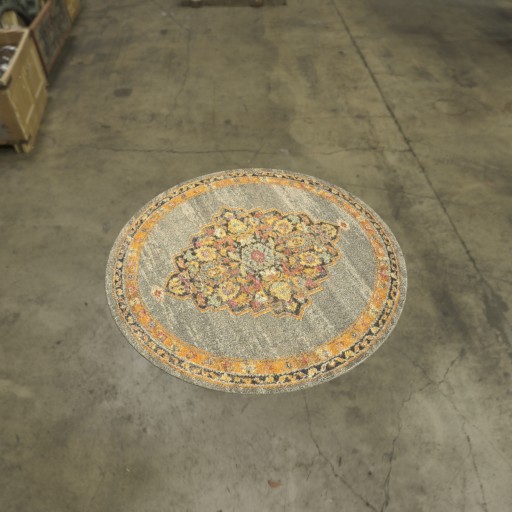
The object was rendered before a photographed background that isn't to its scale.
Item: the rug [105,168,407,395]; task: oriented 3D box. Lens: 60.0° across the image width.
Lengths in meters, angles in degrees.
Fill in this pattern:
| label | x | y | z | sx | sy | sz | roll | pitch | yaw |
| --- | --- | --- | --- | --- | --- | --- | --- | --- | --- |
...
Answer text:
| label | x | y | z | sx | sy | sz | roll | pitch | yaw |
| --- | --- | --- | --- | --- | --- | --- | --- | --- | --- |
| rug | 0.000 | 0.000 | 2.405 | 1.598 | 0.010 | 1.598 | 0 | 47 | 0 |
